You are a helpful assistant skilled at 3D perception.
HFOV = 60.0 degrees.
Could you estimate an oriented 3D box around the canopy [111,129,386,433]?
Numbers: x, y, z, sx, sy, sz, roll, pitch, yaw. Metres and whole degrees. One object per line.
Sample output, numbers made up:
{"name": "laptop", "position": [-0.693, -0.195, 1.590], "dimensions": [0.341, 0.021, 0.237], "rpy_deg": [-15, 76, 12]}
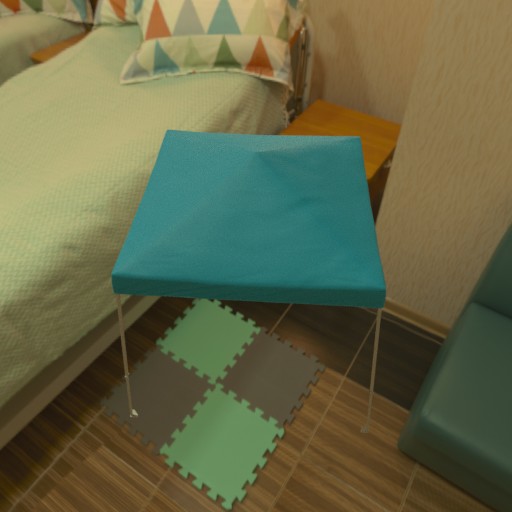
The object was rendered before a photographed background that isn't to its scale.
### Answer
{"name": "canopy", "position": [0.000, 0.000, 6.585], "dimensions": [3.600, 3.600, 3.599], "rpy_deg": [3, 47, 3]}
